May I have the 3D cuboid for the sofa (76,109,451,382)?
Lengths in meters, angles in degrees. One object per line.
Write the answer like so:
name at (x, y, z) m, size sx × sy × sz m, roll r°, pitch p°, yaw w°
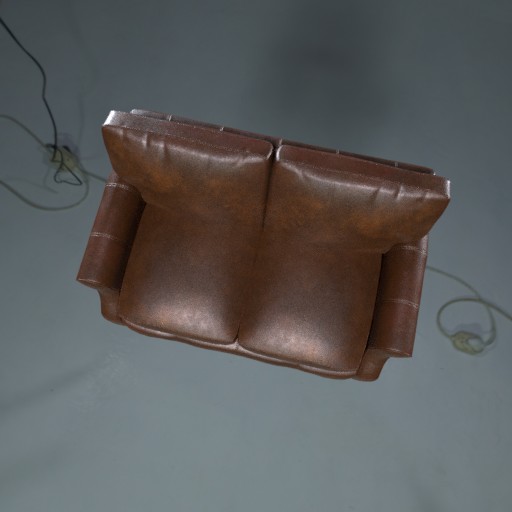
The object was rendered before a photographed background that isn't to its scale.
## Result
sofa at (0.000, 0.000, 2.223) m, size 1.616 × 0.976 × 0.990 m, roll 12°, pitch 75°, yaw 3°
